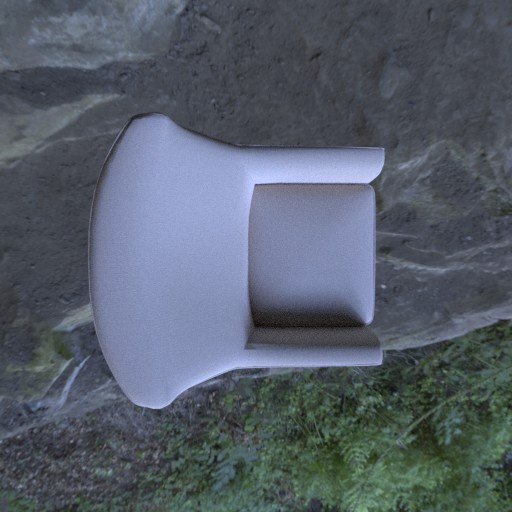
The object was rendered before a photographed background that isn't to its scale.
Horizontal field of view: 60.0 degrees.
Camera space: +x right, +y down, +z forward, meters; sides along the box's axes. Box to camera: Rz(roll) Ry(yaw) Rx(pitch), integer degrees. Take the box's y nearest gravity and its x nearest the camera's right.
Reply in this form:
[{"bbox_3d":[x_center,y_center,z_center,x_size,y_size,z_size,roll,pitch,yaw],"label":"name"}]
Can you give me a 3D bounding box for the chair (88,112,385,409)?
[{"bbox_3d":[0.000,0.000,1.564,0.879,0.916,0.756,0,92,-2],"label":"chair"}]
